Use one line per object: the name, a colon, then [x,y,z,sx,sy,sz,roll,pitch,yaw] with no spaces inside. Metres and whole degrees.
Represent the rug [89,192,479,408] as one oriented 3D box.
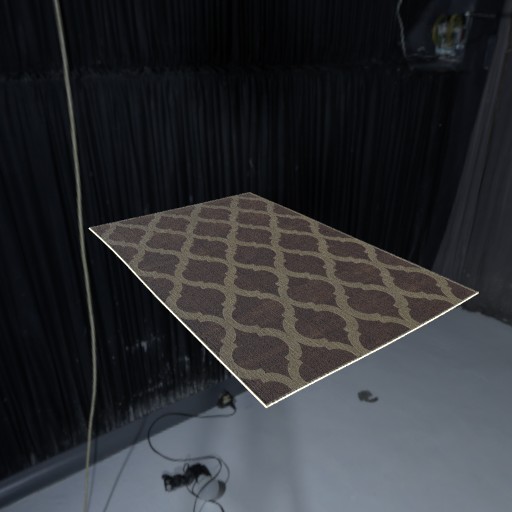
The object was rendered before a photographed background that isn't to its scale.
rug: [0.000,0.000,2.963,1.522,0.008,2.284,-18,31,-32]
